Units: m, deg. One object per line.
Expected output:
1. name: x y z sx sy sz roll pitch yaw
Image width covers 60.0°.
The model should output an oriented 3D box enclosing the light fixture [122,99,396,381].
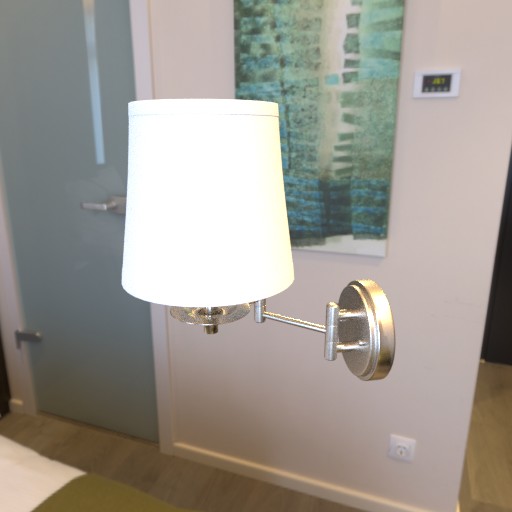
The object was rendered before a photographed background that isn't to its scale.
1. light fixture: 0.000 0.000 0.590 0.348 0.381 0.223 -3 16 -9
